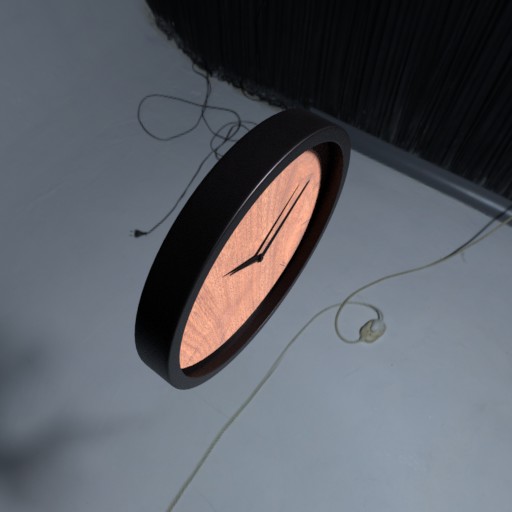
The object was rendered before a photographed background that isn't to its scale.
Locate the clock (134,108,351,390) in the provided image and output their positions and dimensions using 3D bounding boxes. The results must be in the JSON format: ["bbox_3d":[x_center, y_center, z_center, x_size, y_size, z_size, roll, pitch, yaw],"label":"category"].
[{"bbox_3d":[0.000,0.000,0.478,0.040,0.314,0.314,33,65,18],"label":"clock"}]
